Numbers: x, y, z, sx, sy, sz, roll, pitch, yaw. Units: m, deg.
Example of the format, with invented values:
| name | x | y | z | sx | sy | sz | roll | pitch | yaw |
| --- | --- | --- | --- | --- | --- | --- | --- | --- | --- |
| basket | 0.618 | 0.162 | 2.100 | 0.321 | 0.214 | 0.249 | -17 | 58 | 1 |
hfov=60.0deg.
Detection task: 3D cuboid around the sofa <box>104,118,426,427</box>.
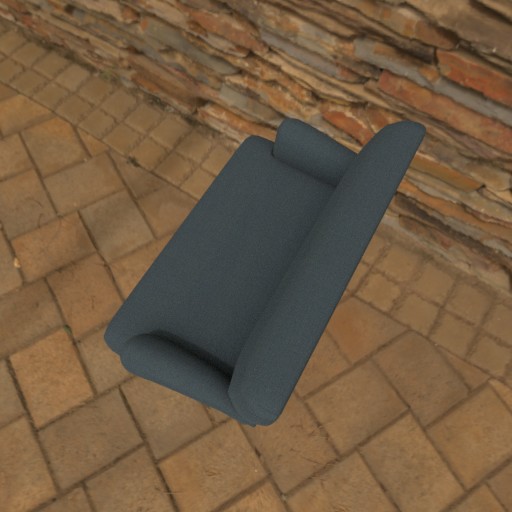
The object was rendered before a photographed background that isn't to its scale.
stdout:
| name | x | y | z | sx | sy | sz | roll | pitch | yaw |
| --- | --- | --- | --- | --- | --- | --- | --- | --- | --- |
| sofa | 0.000 | 0.000 | 1.845 | 0.779 | 0.889 | 1.297 | 27 | 67 | 12 |
